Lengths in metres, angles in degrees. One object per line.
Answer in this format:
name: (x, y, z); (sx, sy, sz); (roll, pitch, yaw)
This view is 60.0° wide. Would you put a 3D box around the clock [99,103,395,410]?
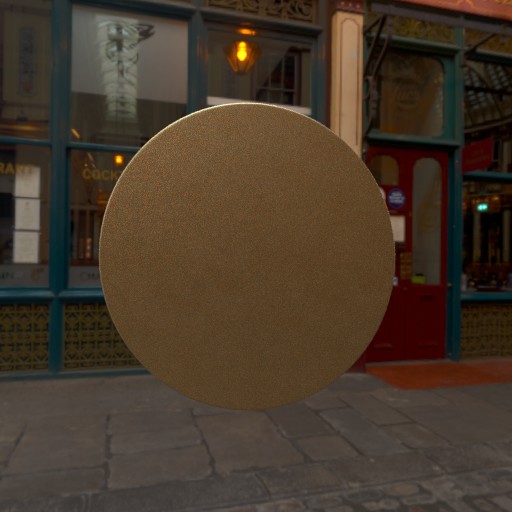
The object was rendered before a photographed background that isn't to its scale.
clock: (0.000, 0.000, 0.471); (0.314, 0.314, 0.040); (0, -1, -16)
